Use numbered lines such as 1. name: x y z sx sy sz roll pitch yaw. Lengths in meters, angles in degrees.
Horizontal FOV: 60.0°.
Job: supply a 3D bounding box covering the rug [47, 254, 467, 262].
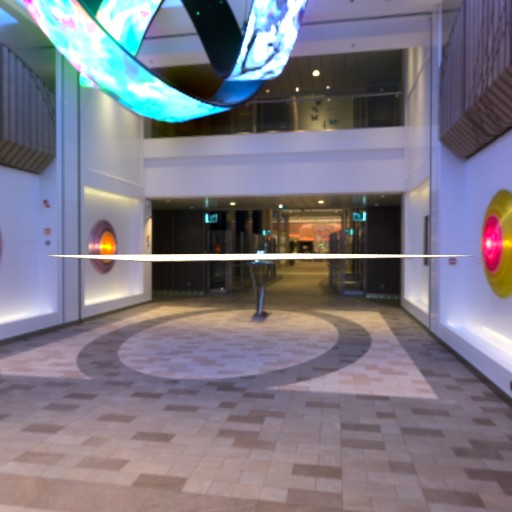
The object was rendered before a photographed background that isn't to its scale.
1. rug: 0.000 0.000 3.831 2.892 0.006 2.283 -1 1 -36
